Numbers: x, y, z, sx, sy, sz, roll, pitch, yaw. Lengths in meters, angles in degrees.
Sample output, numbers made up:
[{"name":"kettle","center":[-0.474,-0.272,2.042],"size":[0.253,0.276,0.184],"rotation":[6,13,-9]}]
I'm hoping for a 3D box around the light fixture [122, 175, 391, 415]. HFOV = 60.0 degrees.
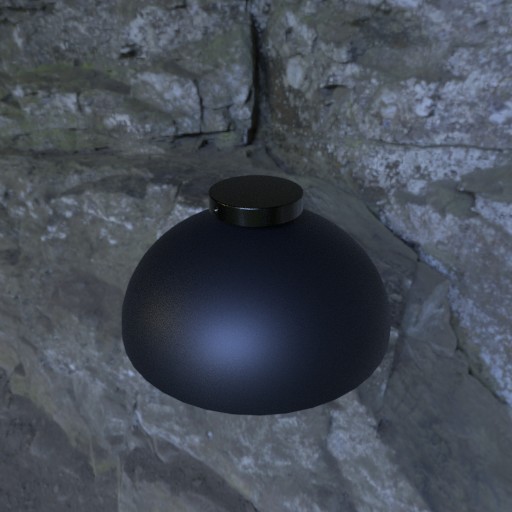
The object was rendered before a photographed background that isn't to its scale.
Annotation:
[{"name":"light fixture","center":[0.000,0.000,0.565],"size":[0.355,0.177,0.355],"rotation":[0,29,0]}]
